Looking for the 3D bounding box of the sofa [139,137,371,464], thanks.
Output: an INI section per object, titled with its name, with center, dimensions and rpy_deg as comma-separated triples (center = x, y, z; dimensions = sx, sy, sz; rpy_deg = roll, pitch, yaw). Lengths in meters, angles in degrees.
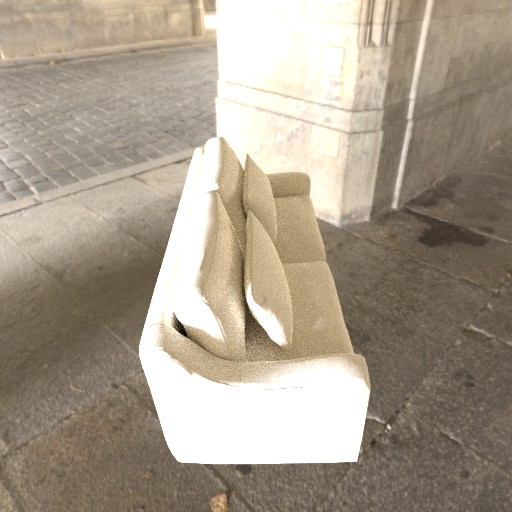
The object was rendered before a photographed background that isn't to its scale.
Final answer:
[sofa]
center = 0.000, 0.000, 3.008
dimensions = 1.009, 1.022, 2.470
rpy_deg = -1, 33, -1
